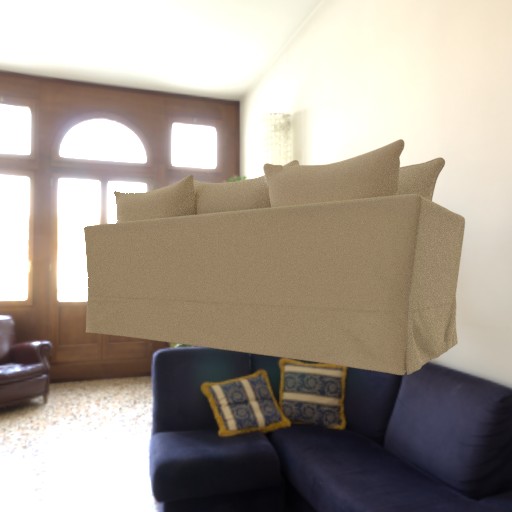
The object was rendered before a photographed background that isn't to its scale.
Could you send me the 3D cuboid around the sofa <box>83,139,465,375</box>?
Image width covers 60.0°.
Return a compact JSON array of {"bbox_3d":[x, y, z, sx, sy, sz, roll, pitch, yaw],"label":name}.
[{"bbox_3d":[0.000,0.000,2.823,2.290,1.034,1.031,-1,-2,35],"label":"sofa"}]
